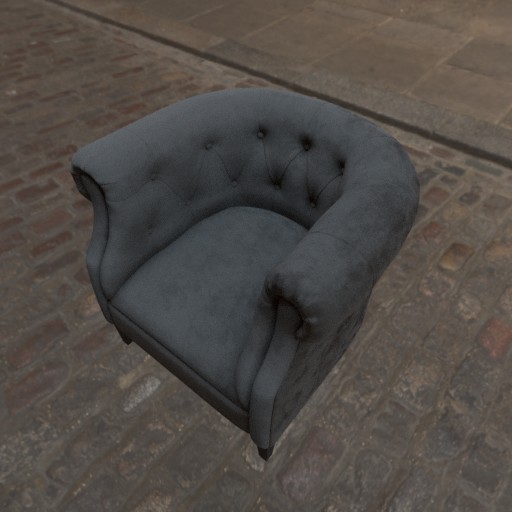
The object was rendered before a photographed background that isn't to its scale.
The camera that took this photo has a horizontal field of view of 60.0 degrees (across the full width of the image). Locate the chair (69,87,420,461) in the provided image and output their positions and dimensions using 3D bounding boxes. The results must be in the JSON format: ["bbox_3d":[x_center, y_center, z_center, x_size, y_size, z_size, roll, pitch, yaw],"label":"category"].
[{"bbox_3d":[0.000,0.000,1.500,0.904,0.826,0.851,31,54,26],"label":"chair"}]
